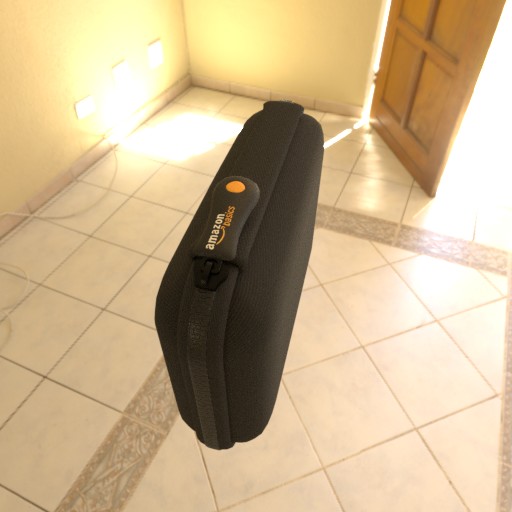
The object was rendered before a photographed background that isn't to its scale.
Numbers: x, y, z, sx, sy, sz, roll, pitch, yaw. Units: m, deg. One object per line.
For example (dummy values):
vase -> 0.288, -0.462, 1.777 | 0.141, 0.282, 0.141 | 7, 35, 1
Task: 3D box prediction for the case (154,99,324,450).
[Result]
case -> 0.000, 0.000, 0.182 | 0.038, 0.105, 0.132 | 10, 46, 10
